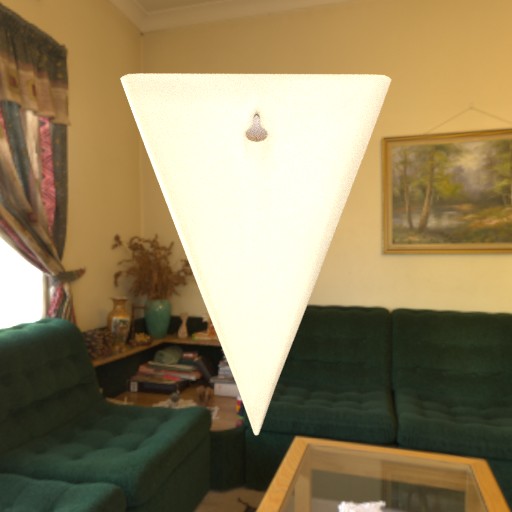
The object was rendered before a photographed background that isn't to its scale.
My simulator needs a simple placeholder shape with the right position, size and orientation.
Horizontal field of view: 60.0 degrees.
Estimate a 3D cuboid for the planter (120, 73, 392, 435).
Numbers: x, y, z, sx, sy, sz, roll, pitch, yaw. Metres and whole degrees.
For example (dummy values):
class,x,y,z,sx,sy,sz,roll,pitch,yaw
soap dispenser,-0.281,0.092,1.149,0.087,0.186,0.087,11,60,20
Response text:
class,x,y,z,sx,sy,sz,roll,pitch,yaw
planter,0.000,0.000,0.269,0.150,0.197,0.060,0,0,-1
